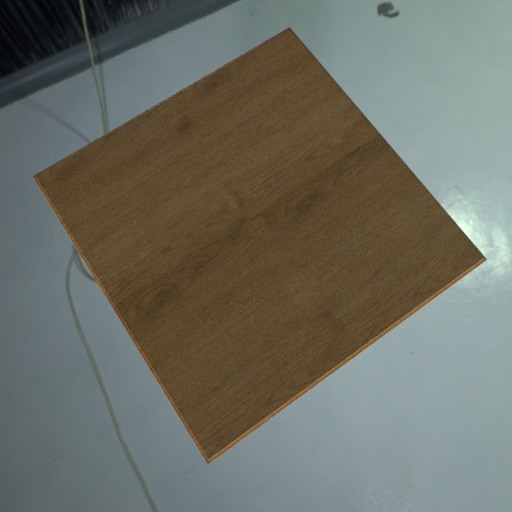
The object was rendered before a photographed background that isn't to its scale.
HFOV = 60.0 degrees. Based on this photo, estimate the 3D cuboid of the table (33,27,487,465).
[{"bbox_3d":[0.000,0.000,1.108,0.612,0.593,0.616,-34,78,-8],"label":"table"}]
